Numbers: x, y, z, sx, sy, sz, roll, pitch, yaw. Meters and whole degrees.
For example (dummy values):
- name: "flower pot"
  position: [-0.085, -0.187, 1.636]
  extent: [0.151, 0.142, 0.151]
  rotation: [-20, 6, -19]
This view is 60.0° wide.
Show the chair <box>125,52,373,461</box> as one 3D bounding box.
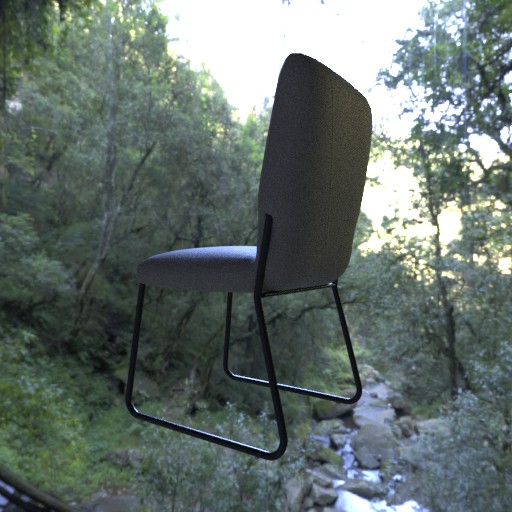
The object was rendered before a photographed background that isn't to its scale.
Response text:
- name: "chair"
  position: [0.000, 0.000, 1.206]
  extent: [0.560, 0.864, 0.448]
  rotation: [0, 1, 35]
